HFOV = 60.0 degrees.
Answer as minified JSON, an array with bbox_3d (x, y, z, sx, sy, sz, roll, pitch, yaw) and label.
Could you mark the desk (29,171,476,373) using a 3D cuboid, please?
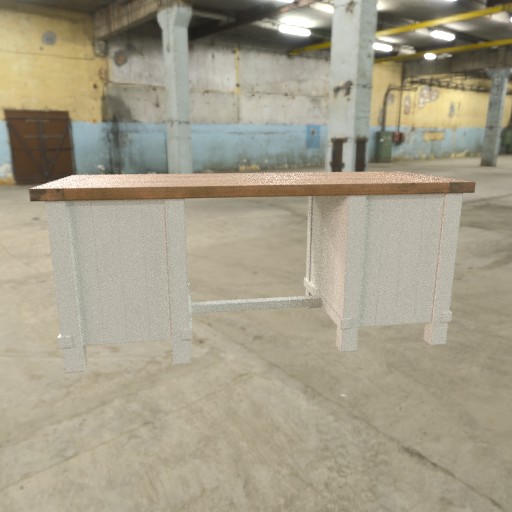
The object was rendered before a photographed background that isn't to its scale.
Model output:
[{"bbox_3d":[0.000,0.000,2.193,1.803,0.760,0.688,-2,15,-9],"label":"desk"}]
